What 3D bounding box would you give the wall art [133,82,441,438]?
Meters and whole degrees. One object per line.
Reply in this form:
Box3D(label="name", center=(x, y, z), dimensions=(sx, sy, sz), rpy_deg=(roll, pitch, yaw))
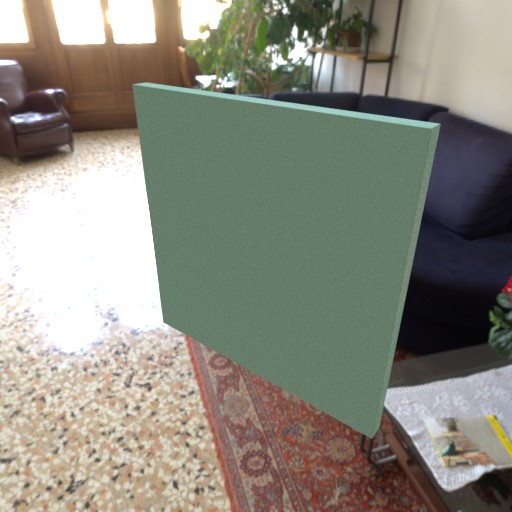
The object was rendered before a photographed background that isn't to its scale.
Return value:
Box3D(label="wall art", center=(0.000, 0.000, 0.895), dimensions=(0.603, 0.603, 0.036), rpy_deg=(21, 36, 32))
